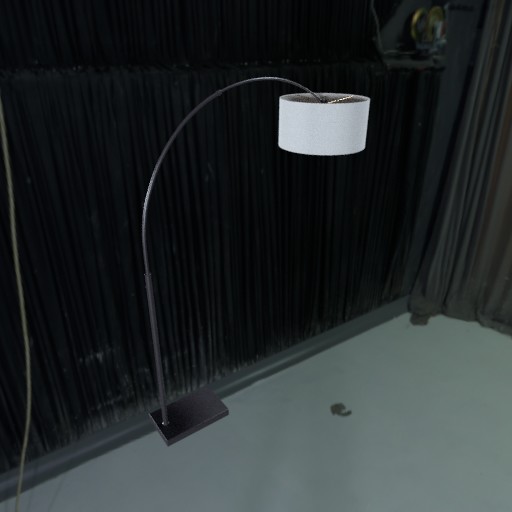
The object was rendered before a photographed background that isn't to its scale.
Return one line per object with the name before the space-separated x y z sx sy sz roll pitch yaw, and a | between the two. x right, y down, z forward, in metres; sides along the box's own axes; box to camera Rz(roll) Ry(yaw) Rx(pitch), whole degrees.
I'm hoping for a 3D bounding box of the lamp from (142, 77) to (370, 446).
lamp | 0.000 0.000 2.579 1.424 1.927 0.493 -17 31 -32
